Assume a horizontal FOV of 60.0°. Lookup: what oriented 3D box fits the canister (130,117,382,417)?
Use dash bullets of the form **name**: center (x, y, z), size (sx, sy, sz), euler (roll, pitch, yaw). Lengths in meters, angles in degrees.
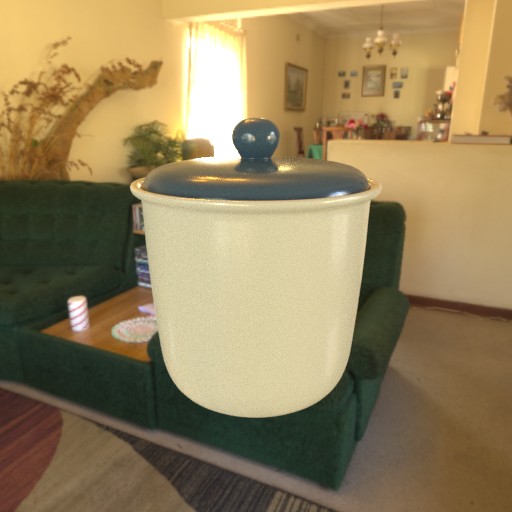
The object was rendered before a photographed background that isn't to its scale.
- **canister**: center (0.000, 0.000, 0.348), size (0.182, 0.208, 0.182), euler (0, 17, 0)
